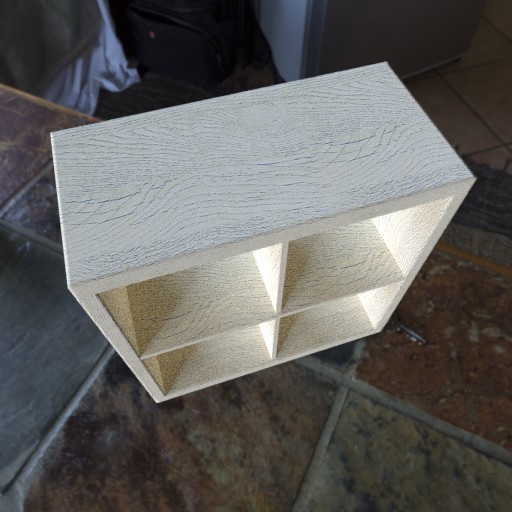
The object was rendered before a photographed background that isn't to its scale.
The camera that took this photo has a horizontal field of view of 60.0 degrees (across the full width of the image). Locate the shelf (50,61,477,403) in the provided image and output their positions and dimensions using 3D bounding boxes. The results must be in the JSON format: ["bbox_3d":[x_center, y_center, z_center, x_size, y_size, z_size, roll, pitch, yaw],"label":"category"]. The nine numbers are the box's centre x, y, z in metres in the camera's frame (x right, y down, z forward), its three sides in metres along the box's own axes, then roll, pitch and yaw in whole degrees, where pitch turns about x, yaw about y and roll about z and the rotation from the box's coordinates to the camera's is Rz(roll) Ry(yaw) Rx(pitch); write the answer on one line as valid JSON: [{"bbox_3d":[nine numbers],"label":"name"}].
[{"bbox_3d":[0.000,0.000,1.240,0.790,0.786,0.390,-15,59,-9],"label":"shelf"}]
